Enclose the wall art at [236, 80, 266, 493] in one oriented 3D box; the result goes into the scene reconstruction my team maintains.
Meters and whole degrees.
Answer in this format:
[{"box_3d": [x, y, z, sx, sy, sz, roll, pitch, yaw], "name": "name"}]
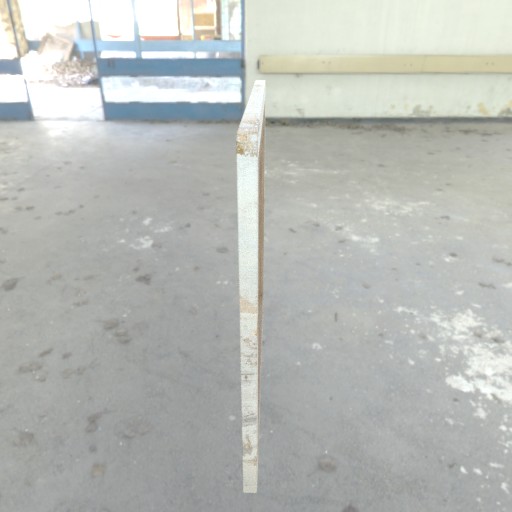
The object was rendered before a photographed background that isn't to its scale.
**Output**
[{"box_3d": [0.000, 0.000, 1.500, 0.040, 1.018, 1.015, 1, 27, 2], "name": "wall art"}]
